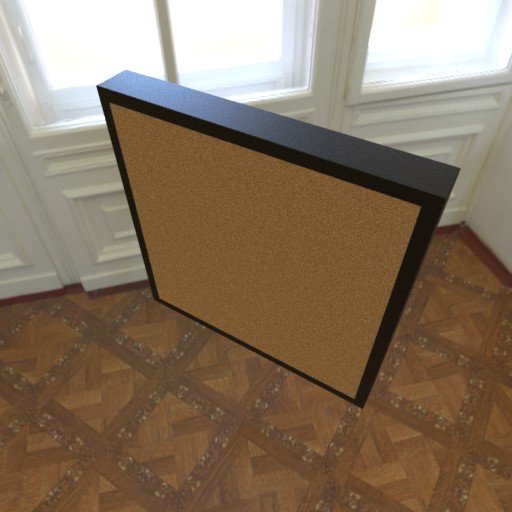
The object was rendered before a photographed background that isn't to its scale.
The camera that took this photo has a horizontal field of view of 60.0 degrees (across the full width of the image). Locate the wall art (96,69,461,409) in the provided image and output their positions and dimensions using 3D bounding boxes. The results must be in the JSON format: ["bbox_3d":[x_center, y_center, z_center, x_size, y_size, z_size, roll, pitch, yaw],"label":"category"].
[{"bbox_3d":[0.000,0.000,0.455,0.304,0.304,0.038,23,51,21],"label":"wall art"}]
